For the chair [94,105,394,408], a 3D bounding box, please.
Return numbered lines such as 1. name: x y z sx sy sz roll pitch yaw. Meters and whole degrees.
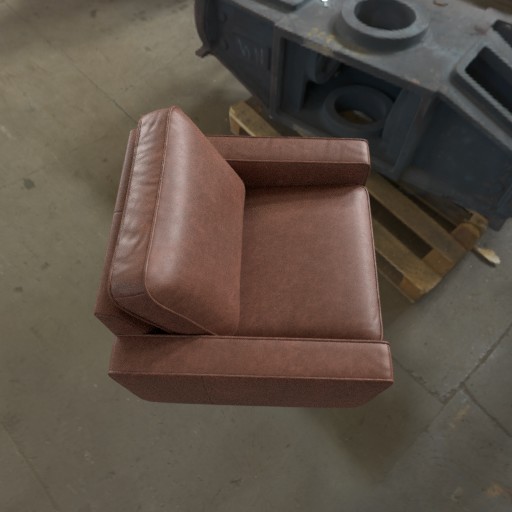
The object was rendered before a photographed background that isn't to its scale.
1. chair: 0.000 0.000 1.718 0.940 0.919 1.017 1 64 1
